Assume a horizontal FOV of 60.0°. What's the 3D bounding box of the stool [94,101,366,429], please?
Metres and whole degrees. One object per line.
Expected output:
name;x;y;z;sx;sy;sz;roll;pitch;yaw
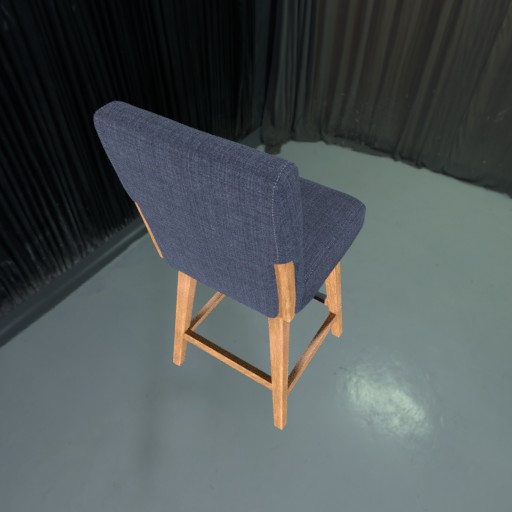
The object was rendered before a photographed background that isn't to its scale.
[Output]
stool;0.000;0.000;1.276;0.459;1.010;0.526;25;50;22
